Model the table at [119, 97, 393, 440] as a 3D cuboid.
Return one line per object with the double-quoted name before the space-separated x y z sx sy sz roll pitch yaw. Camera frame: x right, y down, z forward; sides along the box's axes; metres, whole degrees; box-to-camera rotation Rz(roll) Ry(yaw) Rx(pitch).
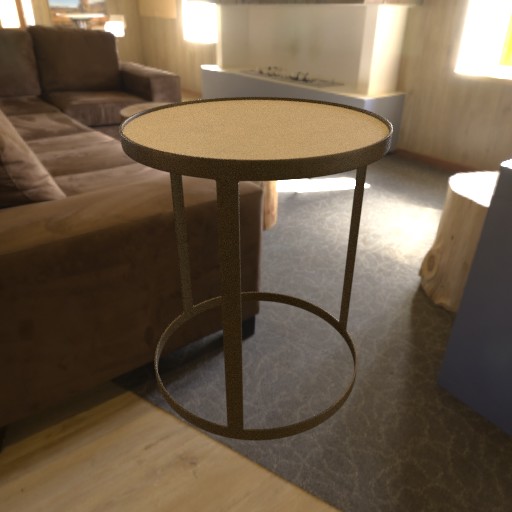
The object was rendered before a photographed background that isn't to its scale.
"table" 0.000 0.000 0.943 0.480 0.565 0.480 0 29 0
